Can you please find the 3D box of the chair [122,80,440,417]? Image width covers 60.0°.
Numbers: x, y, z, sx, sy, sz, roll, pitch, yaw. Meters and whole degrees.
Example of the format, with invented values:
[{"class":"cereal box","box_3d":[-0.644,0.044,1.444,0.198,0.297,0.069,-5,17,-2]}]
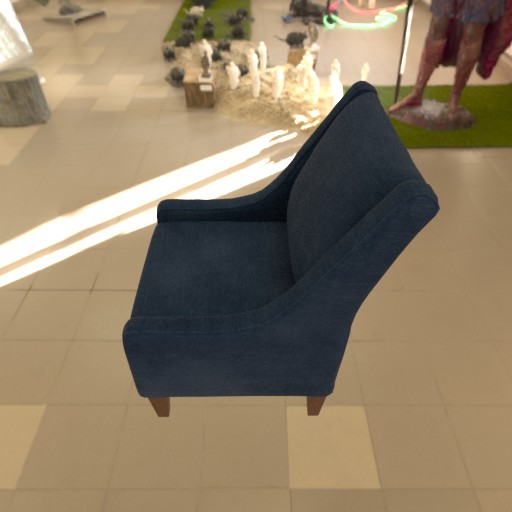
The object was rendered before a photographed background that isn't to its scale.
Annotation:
[{"class":"chair","box_3d":[0.000,0.000,1.624,0.870,1.014,0.774,0,41,0]}]
